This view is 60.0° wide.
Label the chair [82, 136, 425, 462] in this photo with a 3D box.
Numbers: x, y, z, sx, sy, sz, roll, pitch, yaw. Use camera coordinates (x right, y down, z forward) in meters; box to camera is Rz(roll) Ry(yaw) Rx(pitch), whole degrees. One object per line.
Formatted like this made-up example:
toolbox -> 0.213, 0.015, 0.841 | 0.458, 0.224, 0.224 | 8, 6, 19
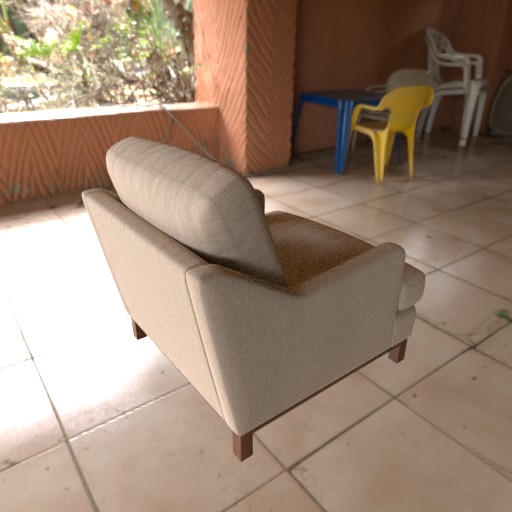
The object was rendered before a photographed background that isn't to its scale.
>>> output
chair -> 0.000, 0.000, 1.730 | 1.001, 0.916, 0.912 | -18, 31, -33
